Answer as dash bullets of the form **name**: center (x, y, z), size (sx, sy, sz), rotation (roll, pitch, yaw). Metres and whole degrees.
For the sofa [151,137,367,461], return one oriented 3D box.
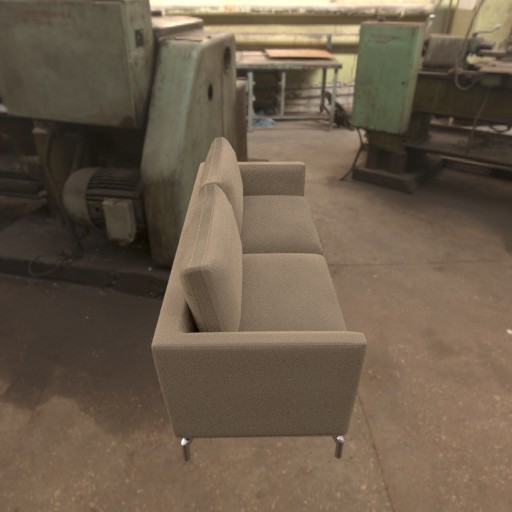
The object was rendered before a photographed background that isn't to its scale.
- **sofa**: center (0.000, 0.000, 2.790), size (0.868, 1.005, 2.214), rotation (-1, 31, -1)
